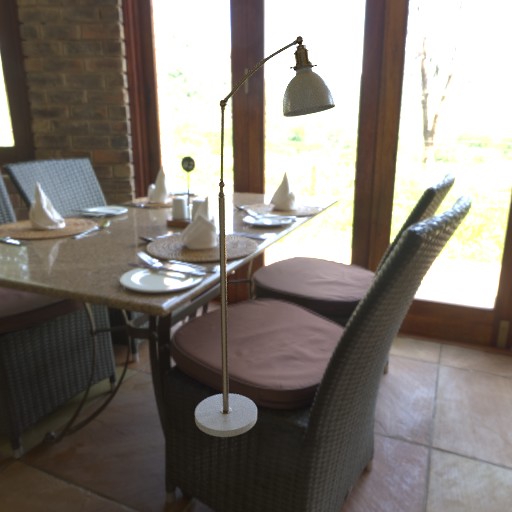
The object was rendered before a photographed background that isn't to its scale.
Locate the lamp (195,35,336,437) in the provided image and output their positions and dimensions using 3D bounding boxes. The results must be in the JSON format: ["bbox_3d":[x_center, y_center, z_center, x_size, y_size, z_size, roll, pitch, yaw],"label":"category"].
[{"bbox_3d":[0.000,0.000,1.781,0.599,1.586,0.288,8,17,26],"label":"lamp"}]
